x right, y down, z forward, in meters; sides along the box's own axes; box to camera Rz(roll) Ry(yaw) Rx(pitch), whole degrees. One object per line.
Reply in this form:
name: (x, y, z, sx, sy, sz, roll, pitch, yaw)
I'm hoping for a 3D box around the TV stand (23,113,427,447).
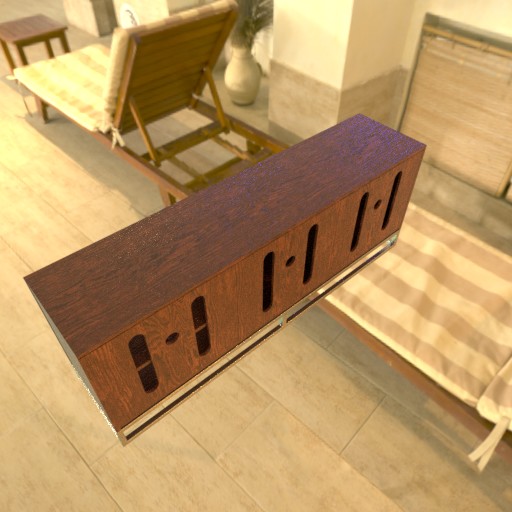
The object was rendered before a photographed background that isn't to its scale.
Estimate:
TV stand: (0.000, 0.000, 1.787, 1.541, 0.578, 0.382, -32, 53, -27)
